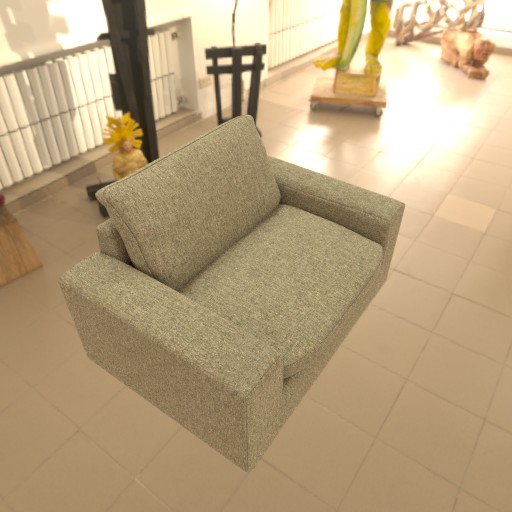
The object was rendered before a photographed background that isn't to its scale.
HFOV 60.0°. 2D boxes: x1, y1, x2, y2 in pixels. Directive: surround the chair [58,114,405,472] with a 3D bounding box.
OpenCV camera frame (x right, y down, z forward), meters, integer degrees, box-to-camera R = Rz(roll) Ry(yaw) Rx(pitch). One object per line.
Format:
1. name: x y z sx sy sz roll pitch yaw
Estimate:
1. chair: 0.000 0.000 2.106 1.039 0.915 1.398 24 46 26
